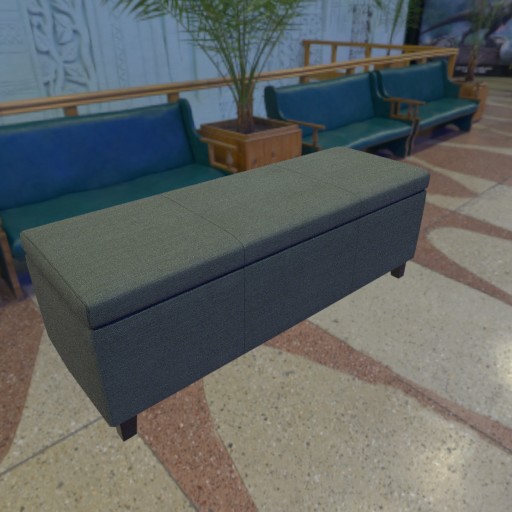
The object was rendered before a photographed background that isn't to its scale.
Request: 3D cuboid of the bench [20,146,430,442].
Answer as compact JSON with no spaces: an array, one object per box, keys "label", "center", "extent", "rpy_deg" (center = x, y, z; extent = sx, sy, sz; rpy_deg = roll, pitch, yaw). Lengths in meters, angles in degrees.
[{"label":"bench","center":[0.000,0.000,1.444],"extent":[1.269,0.438,0.446],"rpy_deg":[-23,36,-34]}]
